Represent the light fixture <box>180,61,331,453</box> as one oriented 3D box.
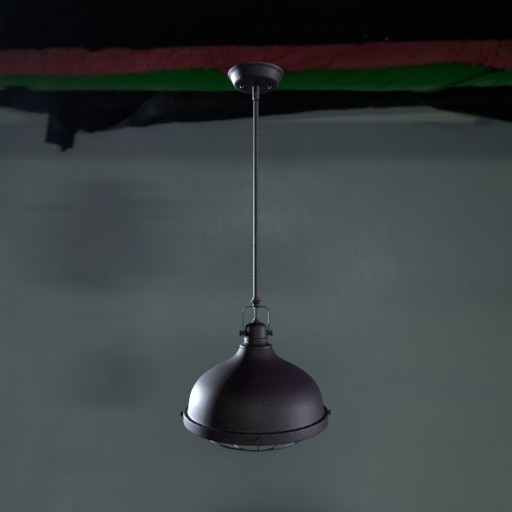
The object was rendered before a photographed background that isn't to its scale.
[{"bbox_3d":[0.000,0.000,1.022,0.341,0.849,0.341,0,-2,-2],"label":"light fixture"}]
